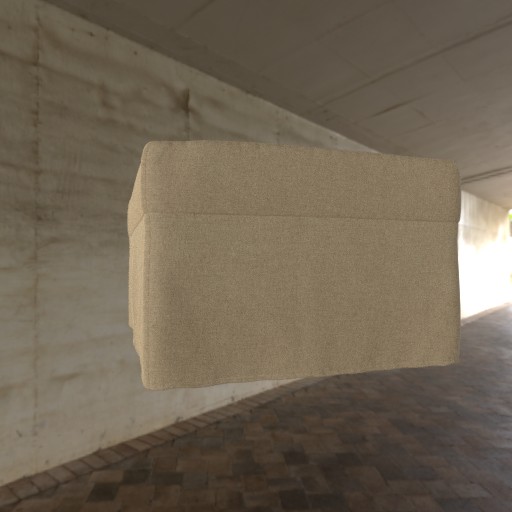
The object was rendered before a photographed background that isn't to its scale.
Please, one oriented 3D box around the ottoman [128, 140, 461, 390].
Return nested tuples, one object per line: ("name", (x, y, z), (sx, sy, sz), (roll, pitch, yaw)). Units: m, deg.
("ottoman", (0.000, 0.000, 1.204), (0.650, 0.485, 0.833), (0, -1, -18))
